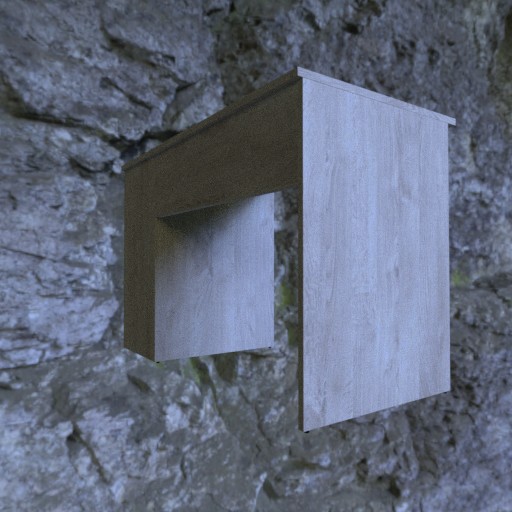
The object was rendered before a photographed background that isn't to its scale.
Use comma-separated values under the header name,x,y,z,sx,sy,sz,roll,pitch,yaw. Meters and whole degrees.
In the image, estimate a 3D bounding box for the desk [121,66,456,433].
name,x,y,z,sx,sy,sz,roll,pitch,yaw
desk,0.000,0.000,1.489,0.560,0.735,1.097,1,-1,-35
